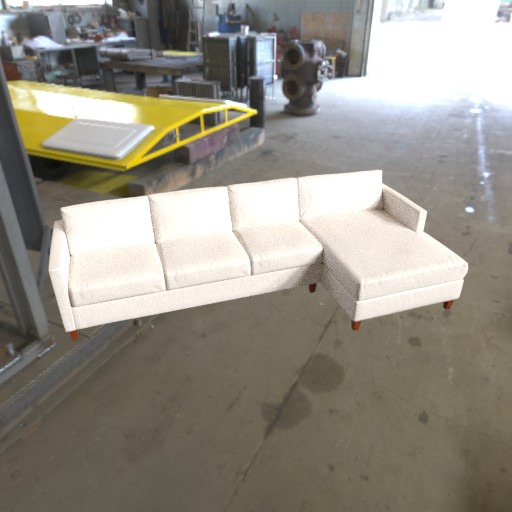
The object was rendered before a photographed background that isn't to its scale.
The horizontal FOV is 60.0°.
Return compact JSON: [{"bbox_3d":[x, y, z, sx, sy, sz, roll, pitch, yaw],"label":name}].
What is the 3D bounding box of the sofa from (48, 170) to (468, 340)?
[{"bbox_3d":[0.000,0.000,4.103,3.471,0.954,1.606,-10,32,-16],"label":"sofa"}]
